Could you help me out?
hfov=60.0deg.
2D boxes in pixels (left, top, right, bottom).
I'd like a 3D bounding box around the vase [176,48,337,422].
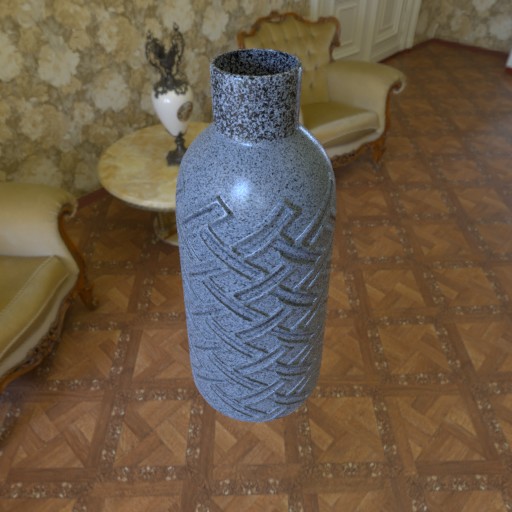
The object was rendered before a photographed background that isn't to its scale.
[{"bbox_3d":[0.000,0.000,0.336,0.122,0.282,0.122,0,41,0],"label":"vase"}]
